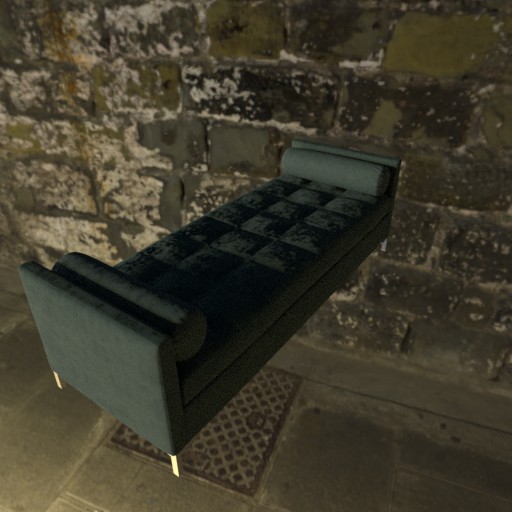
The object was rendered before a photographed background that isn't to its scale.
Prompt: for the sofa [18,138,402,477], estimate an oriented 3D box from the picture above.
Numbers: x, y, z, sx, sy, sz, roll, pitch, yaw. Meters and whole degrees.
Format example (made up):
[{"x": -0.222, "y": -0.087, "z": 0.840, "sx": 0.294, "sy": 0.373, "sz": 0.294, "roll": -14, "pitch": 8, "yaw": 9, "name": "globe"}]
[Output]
[{"x": 0.000, "y": 0.000, "z": 2.389, "sx": 0.797, "sy": 0.657, "sz": 2.102, "roll": 20, "pitch": 37, "yaw": 30, "name": "sofa"}]
